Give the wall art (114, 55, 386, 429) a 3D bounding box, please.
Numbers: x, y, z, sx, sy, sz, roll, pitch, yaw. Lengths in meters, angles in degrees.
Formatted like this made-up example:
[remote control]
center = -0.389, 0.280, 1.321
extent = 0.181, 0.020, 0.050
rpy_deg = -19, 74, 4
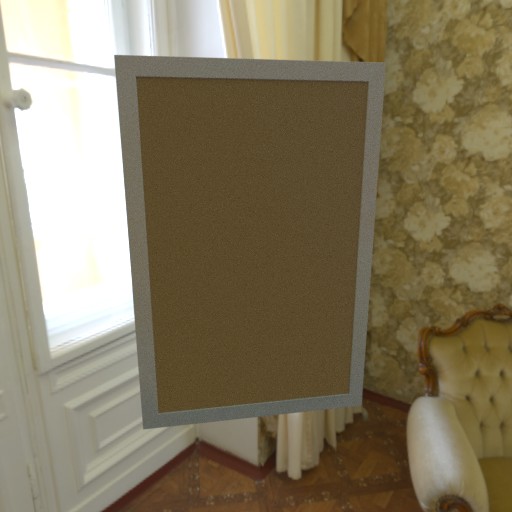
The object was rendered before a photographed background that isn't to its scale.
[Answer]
[wall art]
center = 0.000, 0.000, 1.397
extent = 0.764, 1.143, 0.038
rpy_deg = -3, 15, -10
